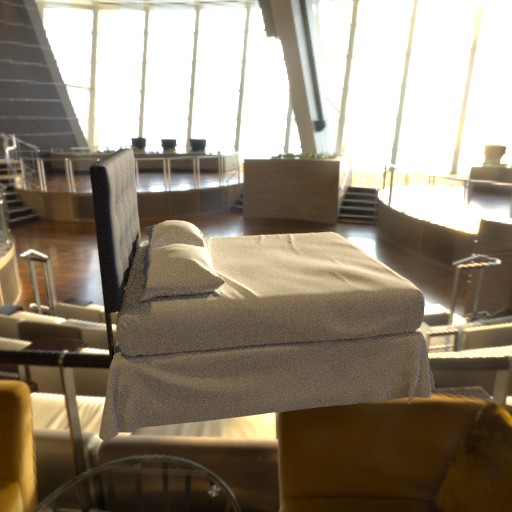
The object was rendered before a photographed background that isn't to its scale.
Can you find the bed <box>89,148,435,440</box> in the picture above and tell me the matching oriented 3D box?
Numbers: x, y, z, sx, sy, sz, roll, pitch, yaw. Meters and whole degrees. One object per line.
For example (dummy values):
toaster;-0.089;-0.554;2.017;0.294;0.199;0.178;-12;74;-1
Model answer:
bed;0.000;0.000;3.454;2.222;1.577;1.936;-3;17;-10
